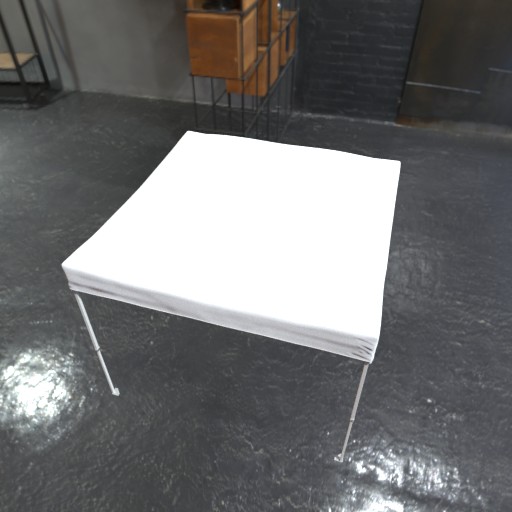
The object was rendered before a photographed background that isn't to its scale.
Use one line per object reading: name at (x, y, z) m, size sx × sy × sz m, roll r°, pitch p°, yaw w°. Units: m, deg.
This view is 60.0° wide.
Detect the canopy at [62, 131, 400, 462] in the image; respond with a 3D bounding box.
canopy at (0.000, 0.000, 5.442) m, size 2.996 × 2.997 × 2.998 m, roll 11°, pitch 43°, yaw 13°
